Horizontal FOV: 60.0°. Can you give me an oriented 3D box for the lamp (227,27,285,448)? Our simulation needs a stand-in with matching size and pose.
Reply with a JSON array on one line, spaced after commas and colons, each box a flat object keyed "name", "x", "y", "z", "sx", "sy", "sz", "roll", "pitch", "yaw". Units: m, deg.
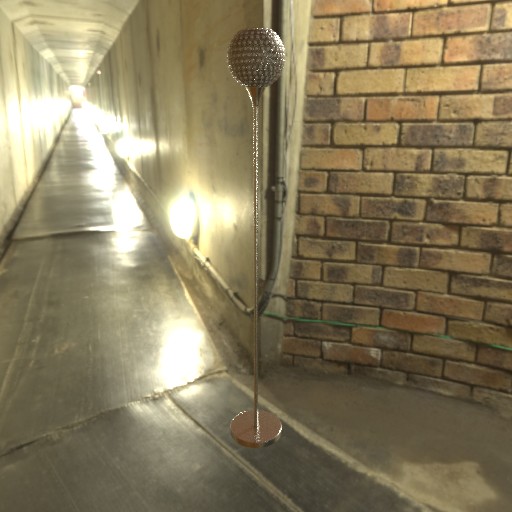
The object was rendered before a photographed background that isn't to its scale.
[{"name": "lamp", "x": 0.000, "y": 0.000, "z": 1.958, "sx": 0.254, "sy": 1.805, "sz": 0.254, "roll": 0, "pitch": 16, "yaw": 0}]
